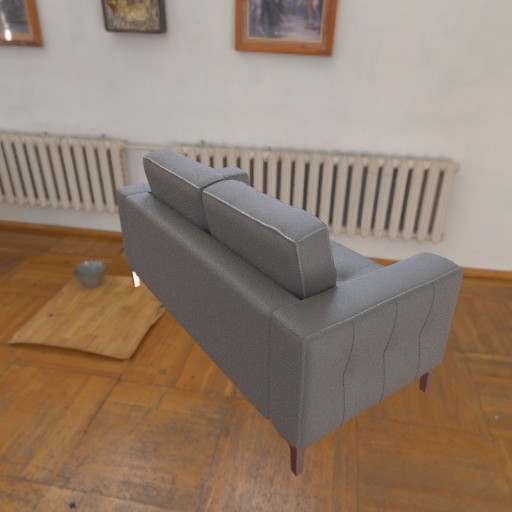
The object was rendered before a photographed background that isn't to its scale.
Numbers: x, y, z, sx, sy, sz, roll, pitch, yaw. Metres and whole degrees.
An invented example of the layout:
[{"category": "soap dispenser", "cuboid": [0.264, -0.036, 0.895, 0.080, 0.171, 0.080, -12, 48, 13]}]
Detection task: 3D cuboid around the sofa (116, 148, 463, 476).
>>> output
[{"category": "sofa", "cuboid": [0.000, 0.000, 2.210, 0.833, 0.892, 1.726, -17, 32, -30]}]
